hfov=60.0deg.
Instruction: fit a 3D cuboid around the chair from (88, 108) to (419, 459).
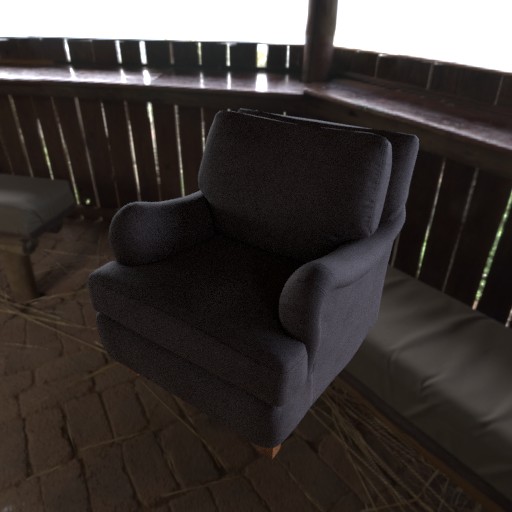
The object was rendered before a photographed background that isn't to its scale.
[{"bbox_3d":[0.000,0.000,1.837,0.955,0.997,1.070,19,35,29],"label":"chair"}]
